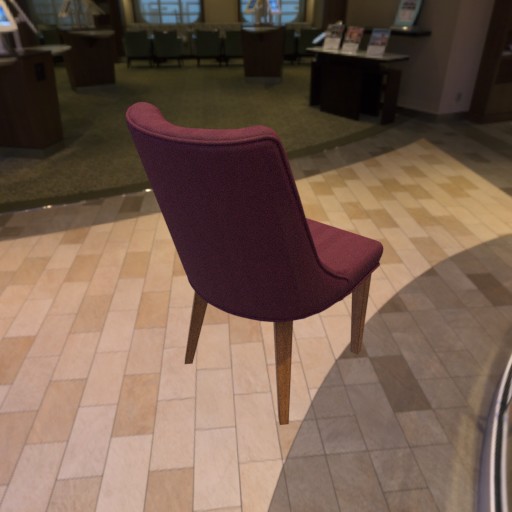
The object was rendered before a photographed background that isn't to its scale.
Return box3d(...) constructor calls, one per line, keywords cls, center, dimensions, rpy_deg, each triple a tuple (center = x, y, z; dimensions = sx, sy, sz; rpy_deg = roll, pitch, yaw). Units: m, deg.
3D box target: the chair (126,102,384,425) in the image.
box3d(cls="chair", center=(0.000, 0.000, 1.338), dimensions=(0.548, 0.916, 0.638), rpy_deg=(22, 37, 32))
